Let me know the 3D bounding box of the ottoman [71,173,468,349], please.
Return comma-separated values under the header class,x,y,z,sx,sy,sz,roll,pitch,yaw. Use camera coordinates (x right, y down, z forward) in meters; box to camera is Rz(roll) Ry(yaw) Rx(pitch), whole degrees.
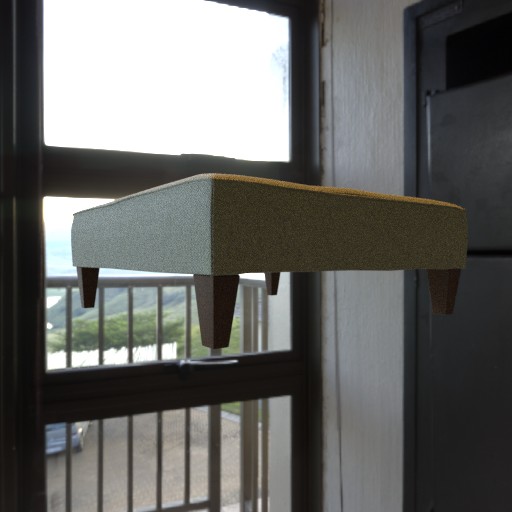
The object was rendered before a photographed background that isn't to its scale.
class,x,y,z,sx,sy,sz,roll,pitch,yaw
ottoman,0.000,0.000,1.531,0.968,0.379,1.004,0,0,-37
